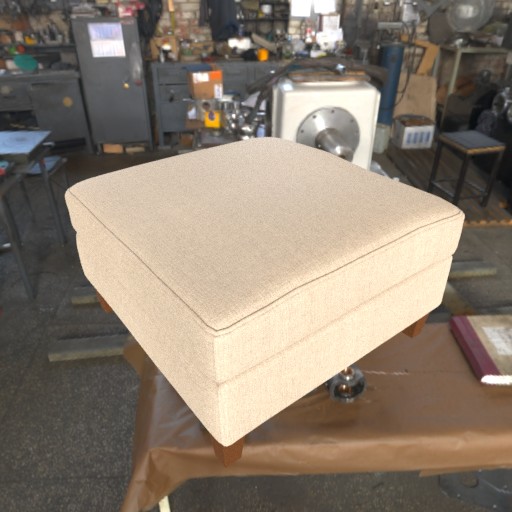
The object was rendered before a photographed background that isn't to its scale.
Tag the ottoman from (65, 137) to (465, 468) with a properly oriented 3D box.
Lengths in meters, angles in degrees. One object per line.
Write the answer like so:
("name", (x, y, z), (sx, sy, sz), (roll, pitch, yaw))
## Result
("ottoman", (0.000, 0.000, 1.356), (0.838, 0.503, 0.838), (-22, 38, -31))
